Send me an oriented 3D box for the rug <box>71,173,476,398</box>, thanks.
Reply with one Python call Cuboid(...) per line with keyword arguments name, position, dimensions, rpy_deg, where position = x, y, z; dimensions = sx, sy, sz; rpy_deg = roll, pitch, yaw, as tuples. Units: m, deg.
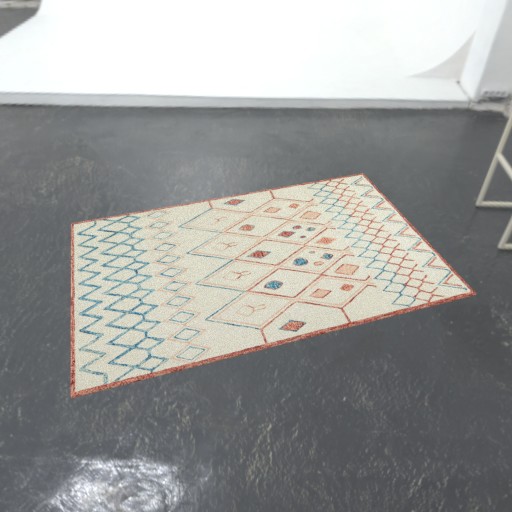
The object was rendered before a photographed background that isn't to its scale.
Cuboid(name="rug", position=(0.000, 0.000, 3.062), dimensions=(2.438, 0.015, 1.524), rpy_deg=(-12, 43, -13))
